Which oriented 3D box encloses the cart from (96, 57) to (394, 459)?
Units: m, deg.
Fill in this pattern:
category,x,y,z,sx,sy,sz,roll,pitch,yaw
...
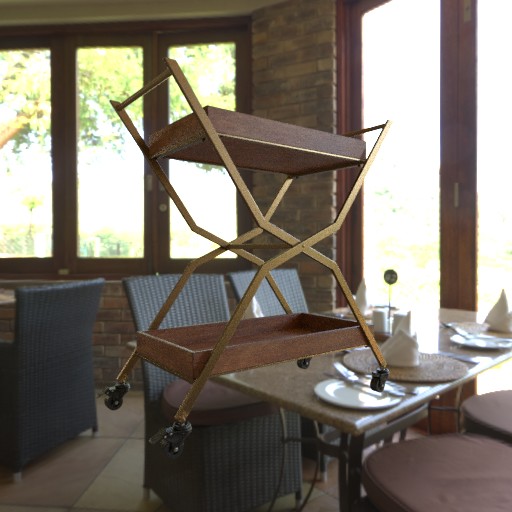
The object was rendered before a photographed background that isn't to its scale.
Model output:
category,x,y,z,sx,sy,sz,roll,pitch,yaw
cart,0.000,0.000,1.331,0.836,0.869,0.405,-1,1,-37
